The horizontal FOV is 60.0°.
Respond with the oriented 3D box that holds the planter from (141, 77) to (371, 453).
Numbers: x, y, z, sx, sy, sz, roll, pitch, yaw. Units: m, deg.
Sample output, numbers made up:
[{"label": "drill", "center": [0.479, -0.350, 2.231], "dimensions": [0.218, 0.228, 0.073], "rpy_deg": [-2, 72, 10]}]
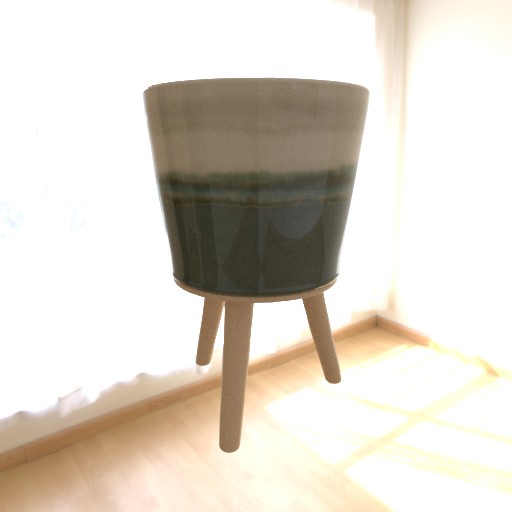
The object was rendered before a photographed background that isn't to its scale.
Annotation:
[{"label": "planter", "center": [0.000, 0.000, 0.472], "dimensions": [0.217, 0.331, 0.217], "rpy_deg": [8, 17, 27]}]
